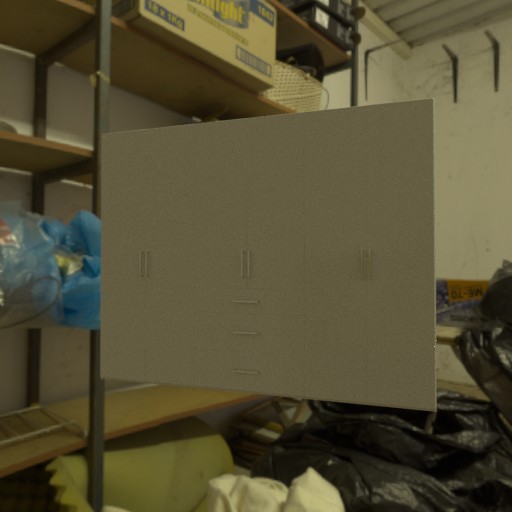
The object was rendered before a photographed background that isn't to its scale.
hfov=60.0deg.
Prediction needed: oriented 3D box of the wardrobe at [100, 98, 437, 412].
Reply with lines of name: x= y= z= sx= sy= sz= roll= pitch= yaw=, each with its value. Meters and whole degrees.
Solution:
wardrobe: x=0.000 y=0.000 z=4.024 sx=3.000 sy=2.360 sz=0.580 roll=0 pitch=-1 yaw=18
